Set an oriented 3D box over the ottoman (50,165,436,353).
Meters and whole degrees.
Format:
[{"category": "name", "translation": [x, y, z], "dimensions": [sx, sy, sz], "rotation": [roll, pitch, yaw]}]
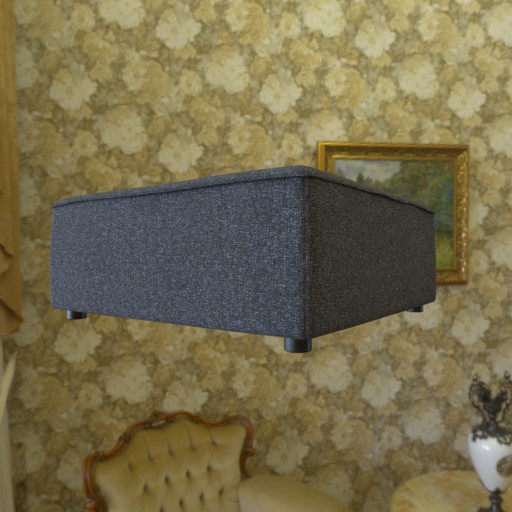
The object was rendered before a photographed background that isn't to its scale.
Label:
[{"category": "ottoman", "translation": [0.000, 0.000, 1.591], "dimensions": [1.021, 0.423, 1.017], "rotation": [0, 0, 37]}]
